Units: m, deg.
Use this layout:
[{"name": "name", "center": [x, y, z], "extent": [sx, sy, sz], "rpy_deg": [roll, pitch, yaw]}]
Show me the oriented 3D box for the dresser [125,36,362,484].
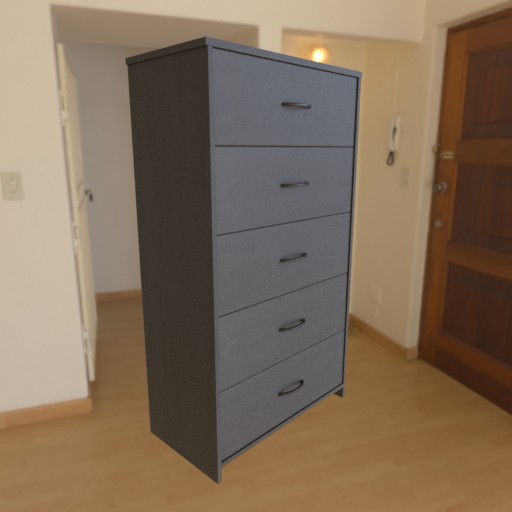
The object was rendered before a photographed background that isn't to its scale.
[{"name": "dresser", "center": [0.000, 0.000, 1.565], "extent": [0.399, 1.255, 0.704], "rpy_deg": [13, 18, 43]}]
